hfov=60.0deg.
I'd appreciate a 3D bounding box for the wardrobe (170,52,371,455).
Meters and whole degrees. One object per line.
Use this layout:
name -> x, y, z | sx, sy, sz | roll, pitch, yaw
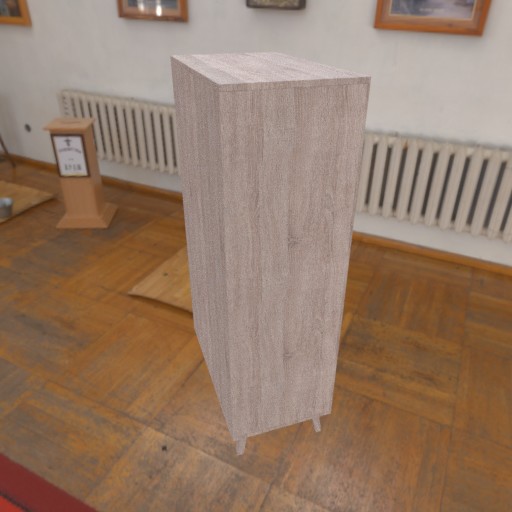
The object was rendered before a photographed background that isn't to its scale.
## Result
wardrobe -> 0.000, 0.000, 2.452 | 0.600, 1.960, 1.000 | -10, 31, -16
